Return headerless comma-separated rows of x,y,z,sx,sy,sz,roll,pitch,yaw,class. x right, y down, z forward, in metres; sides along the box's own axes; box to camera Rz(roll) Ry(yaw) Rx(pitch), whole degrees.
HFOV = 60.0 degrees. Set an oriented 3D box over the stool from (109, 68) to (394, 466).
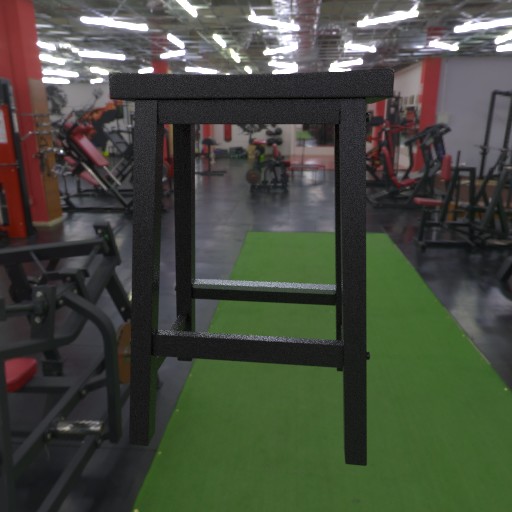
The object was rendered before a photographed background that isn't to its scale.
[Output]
0.000,0.000,0.814,0.406,0.610,0.322,2,17,7,stool
